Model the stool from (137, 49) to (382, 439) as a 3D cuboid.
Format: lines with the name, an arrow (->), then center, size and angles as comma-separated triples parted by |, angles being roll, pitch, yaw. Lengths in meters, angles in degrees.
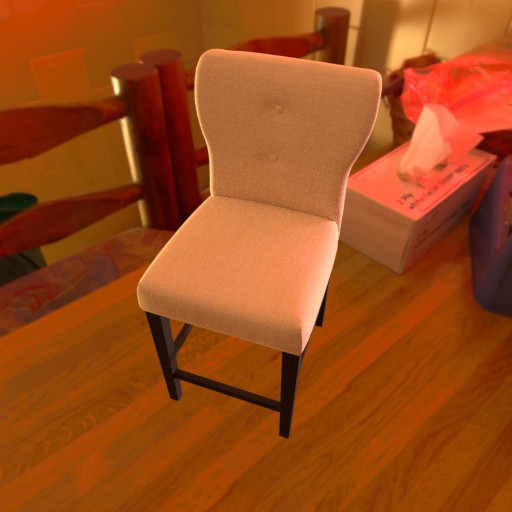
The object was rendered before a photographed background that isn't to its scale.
stool -> 0.000, 0.000, 1.326 | 0.514, 0.972, 0.603 | 14, 44, 14
